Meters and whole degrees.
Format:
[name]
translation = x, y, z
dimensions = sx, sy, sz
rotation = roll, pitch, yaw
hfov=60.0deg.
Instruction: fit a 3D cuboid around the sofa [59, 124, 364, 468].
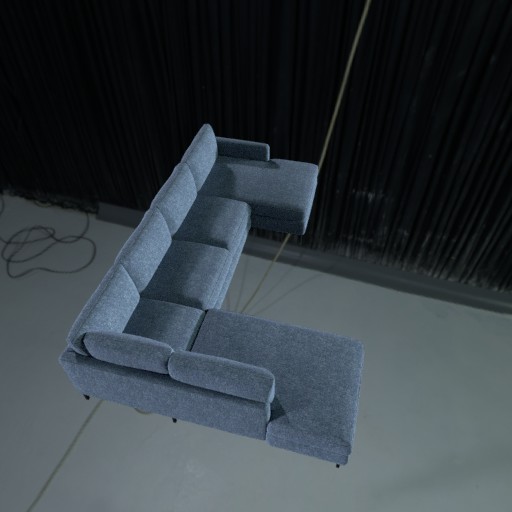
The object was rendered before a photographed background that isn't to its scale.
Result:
[sofa]
translation = 0.000, 0.000, 3.615
dimensions = 1.879, 0.756, 2.737
rotation = 11, 48, 10
